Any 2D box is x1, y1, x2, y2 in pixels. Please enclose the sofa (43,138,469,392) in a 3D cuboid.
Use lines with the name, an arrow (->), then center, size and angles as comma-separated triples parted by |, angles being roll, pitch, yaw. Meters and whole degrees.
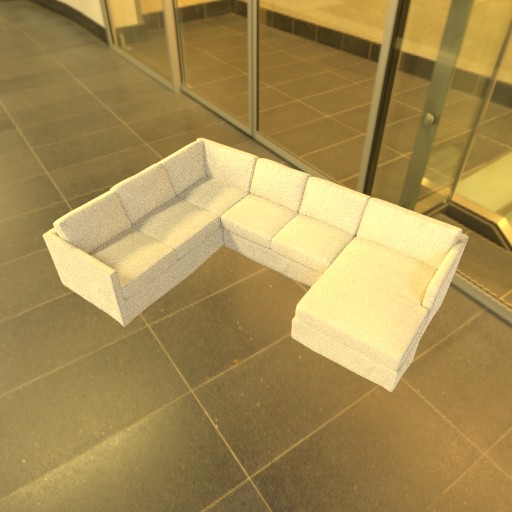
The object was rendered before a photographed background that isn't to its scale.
sofa -> 0.000, 0.000, 4.499 | 3.460, 0.882, 2.427 | 25, 47, 26
